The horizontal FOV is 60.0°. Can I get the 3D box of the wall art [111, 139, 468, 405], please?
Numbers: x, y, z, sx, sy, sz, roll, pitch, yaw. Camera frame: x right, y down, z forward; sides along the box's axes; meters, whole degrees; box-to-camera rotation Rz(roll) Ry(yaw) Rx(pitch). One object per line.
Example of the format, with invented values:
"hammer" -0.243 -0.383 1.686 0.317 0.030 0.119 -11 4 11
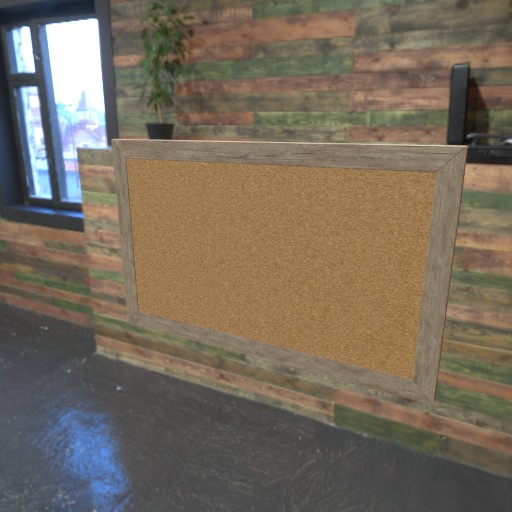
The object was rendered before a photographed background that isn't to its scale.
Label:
"wall art" 0.000 0.000 0.963 0.780 0.480 0.021 9 19 27
